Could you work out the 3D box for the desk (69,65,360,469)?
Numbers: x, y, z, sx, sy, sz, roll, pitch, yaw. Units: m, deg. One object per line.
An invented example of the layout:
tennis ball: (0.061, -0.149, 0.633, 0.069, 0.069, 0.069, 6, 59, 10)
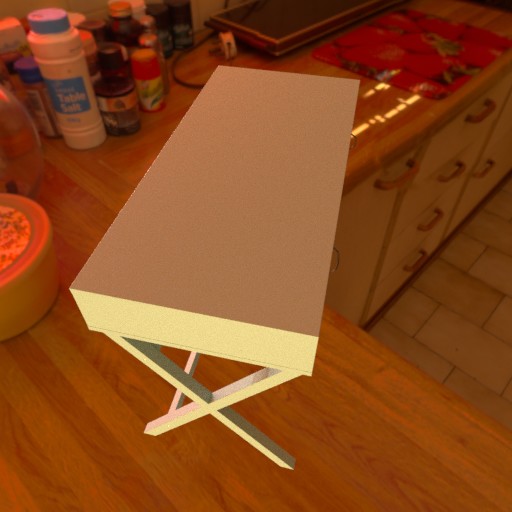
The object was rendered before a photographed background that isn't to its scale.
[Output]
desk: (0.000, 0.000, 1.486, 0.525, 0.780, 1.057, 10, 48, 9)
